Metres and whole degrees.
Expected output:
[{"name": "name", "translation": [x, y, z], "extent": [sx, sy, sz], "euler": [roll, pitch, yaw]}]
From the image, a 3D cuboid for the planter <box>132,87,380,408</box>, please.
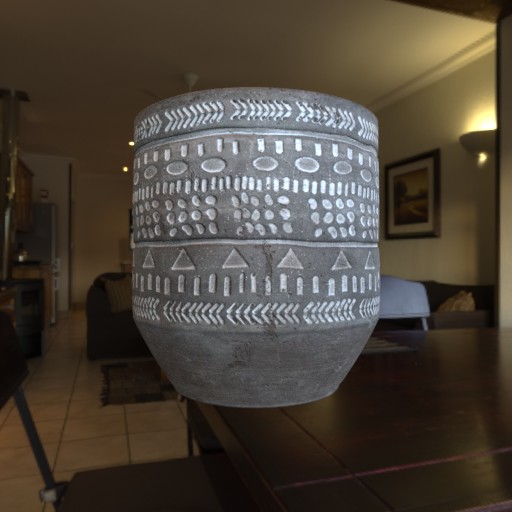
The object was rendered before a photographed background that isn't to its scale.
[{"name": "planter", "translation": [0.000, 0.000, 0.264], "extent": [0.142, 0.149, 0.142], "euler": [0, 0, 0]}]
